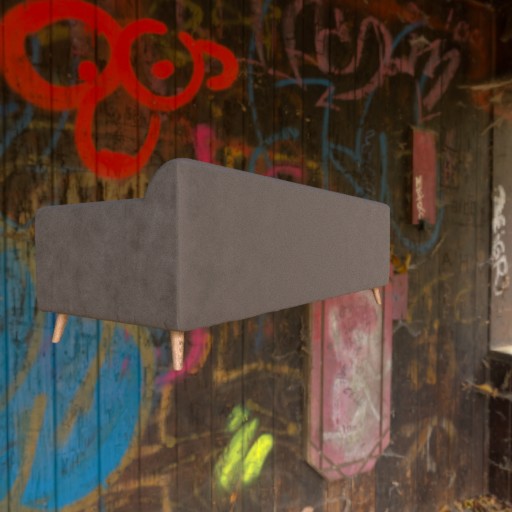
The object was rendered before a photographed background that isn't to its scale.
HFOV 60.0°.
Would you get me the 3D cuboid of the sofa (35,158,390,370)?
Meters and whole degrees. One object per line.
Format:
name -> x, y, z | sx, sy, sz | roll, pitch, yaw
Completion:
sofa -> 0.000, 0.000, 2.614 | 0.900, 0.740, 2.190 | 1, 2, 35
